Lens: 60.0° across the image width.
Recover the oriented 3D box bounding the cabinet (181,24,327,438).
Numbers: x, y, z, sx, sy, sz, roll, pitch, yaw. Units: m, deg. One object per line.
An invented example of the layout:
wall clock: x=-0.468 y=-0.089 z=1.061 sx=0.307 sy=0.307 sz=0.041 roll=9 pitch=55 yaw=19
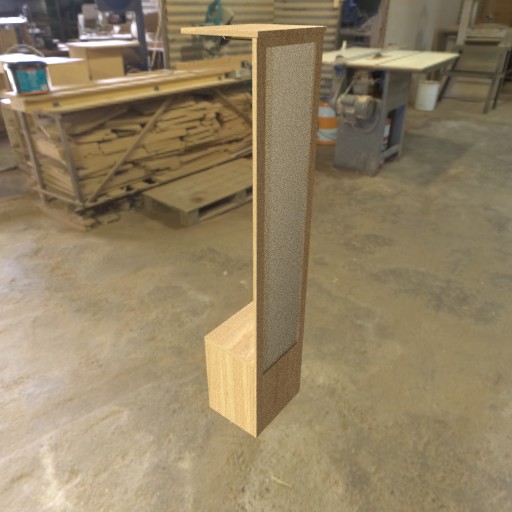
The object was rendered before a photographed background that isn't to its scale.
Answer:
cabinet: x=0.000 y=0.000 z=2.045 sx=0.338 sy=1.879 sz=0.411 roll=21 pitch=36 yaw=32
